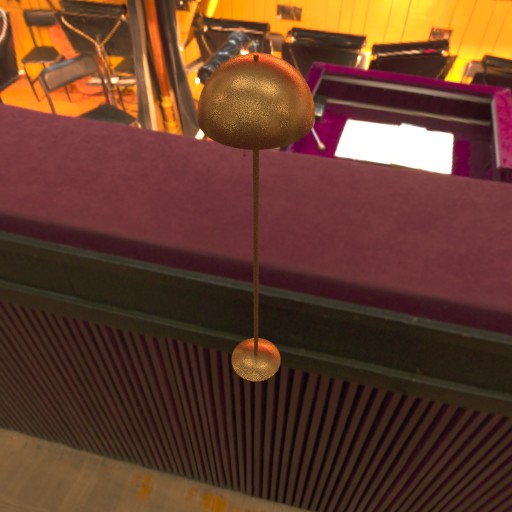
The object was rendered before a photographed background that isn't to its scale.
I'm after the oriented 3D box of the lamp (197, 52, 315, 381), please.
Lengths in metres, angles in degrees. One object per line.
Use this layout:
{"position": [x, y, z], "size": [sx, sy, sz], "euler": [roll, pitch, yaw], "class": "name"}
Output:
{"position": [0.000, 0.000, 1.655], "size": [0.328, 1.480, 0.328], "euler": [11, 48, 10], "class": "lamp"}
